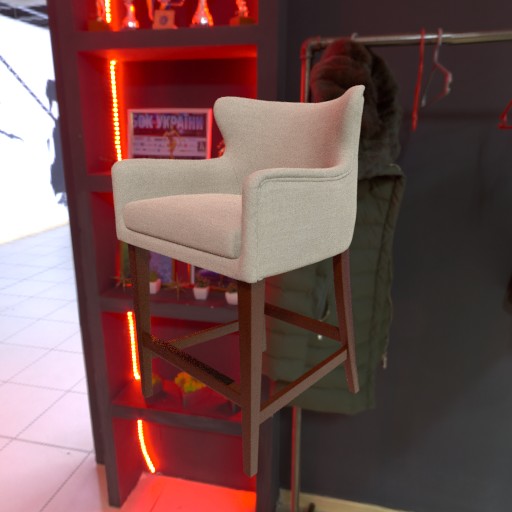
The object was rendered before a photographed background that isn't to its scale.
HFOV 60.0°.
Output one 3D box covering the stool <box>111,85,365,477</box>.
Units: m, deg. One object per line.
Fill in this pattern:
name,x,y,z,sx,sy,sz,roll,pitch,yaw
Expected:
stool,0.000,0.000,1.394,0.637,0.987,0.615,-15,21,-43
